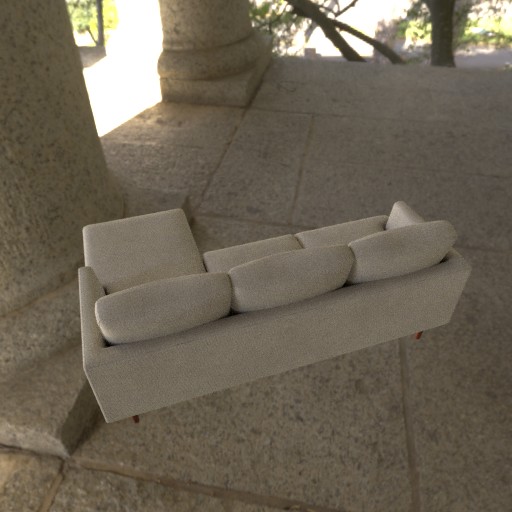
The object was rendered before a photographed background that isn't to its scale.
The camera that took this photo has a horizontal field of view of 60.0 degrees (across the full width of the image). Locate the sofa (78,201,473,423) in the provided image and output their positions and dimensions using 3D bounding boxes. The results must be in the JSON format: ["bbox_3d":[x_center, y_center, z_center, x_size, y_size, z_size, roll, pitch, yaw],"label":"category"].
[{"bbox_3d":[0.000,0.000,3.025,2.233,0.956,1.504,-13,43,-14],"label":"sofa"}]
